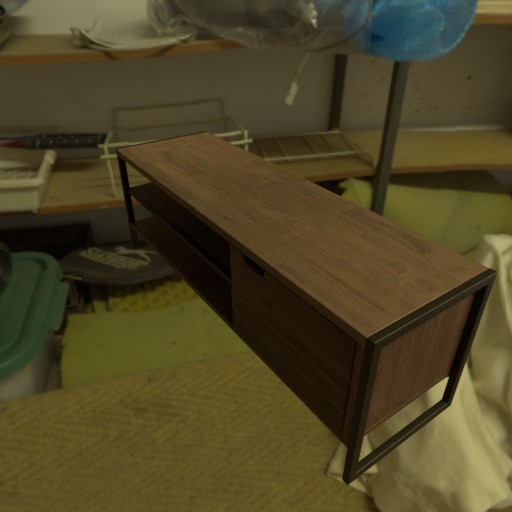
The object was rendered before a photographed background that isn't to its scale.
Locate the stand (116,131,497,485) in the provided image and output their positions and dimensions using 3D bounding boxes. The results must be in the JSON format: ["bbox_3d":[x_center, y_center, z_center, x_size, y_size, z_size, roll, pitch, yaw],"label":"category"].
[{"bbox_3d":[0.000,0.000,1.654,0.454,0.506,1.480,-20,38,-29],"label":"stand"}]
